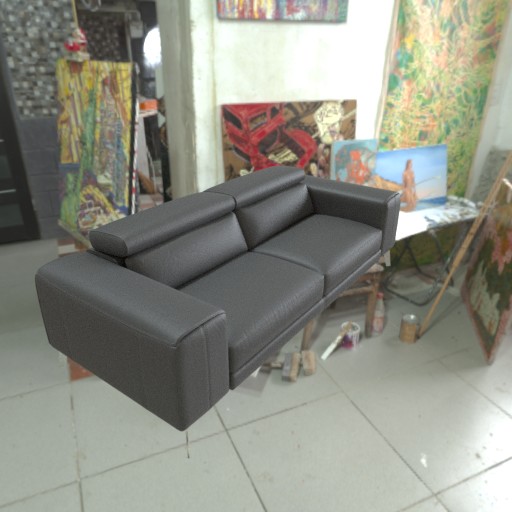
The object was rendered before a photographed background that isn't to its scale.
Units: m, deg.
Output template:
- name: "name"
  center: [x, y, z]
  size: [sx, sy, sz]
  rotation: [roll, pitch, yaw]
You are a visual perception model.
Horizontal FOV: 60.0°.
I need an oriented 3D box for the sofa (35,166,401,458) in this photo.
- name: "sofa"
  center: [0.000, 0.000, 2.803]
  size: [1.023, 0.759, 2.321]
  rotation: [18, 31, 33]
